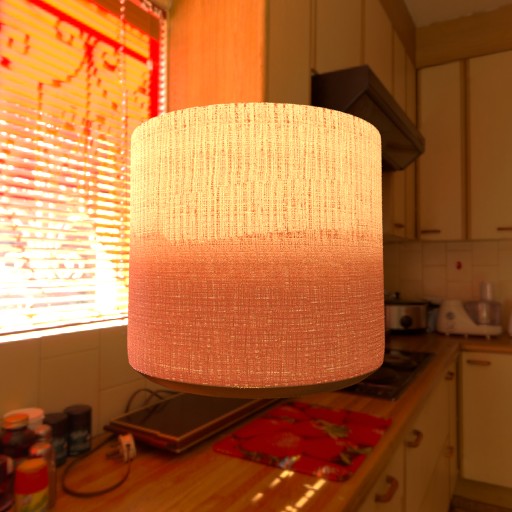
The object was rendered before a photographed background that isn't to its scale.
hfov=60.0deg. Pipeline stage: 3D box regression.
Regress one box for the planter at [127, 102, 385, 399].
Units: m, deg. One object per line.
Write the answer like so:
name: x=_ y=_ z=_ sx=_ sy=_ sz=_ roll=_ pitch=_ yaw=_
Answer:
planter: x=0.000 y=0.000 z=0.397 sx=0.221 sy=0.201 sz=0.221 roll=0 pitch=-1 yaw=0
